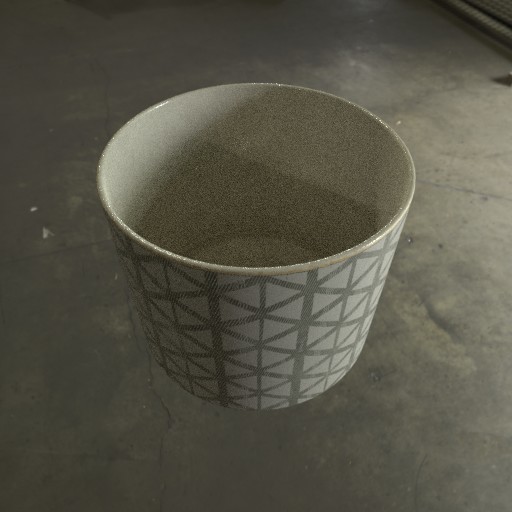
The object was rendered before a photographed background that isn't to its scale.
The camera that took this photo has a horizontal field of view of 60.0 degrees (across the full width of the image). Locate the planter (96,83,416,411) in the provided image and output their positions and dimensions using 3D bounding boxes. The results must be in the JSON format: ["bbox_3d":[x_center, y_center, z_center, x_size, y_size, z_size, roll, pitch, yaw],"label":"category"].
[{"bbox_3d":[0.000,0.000,0.337,0.190,0.181,0.190,0,47,0],"label":"planter"}]
